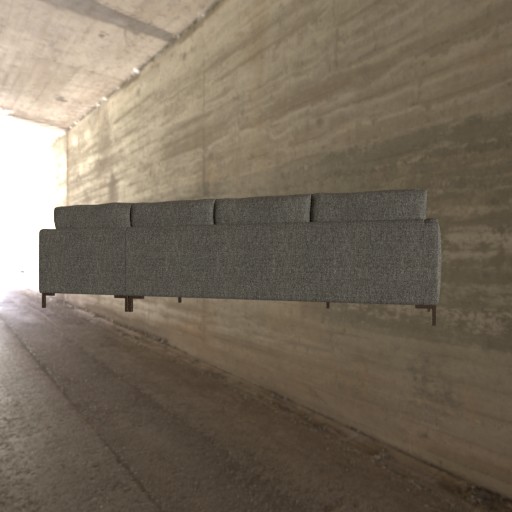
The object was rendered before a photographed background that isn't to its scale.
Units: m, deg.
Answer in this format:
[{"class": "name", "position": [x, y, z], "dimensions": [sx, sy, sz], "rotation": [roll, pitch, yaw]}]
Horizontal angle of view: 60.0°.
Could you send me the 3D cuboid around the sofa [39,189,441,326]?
[{"class": "sofa", "position": [0.000, 0.000, 3.639], "dimensions": [2.737, 0.756, 1.879], "rotation": [0, 0, 19]}]
